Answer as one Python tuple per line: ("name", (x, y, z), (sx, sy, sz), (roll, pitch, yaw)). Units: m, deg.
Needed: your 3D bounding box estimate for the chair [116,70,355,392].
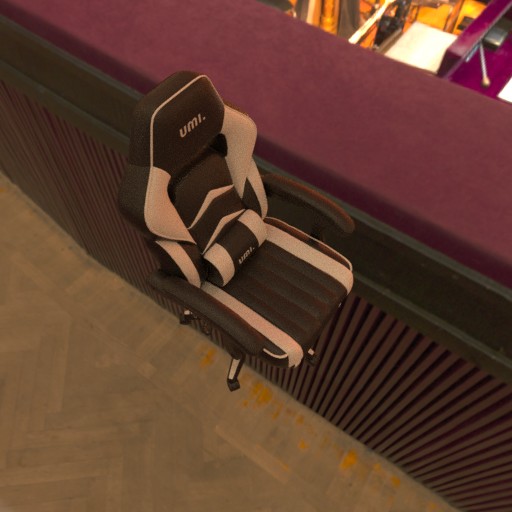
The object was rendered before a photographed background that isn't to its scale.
("chair", (0.000, 0.000, 1.632), (0.700, 1.200, 0.676), (32, 63, 18))
